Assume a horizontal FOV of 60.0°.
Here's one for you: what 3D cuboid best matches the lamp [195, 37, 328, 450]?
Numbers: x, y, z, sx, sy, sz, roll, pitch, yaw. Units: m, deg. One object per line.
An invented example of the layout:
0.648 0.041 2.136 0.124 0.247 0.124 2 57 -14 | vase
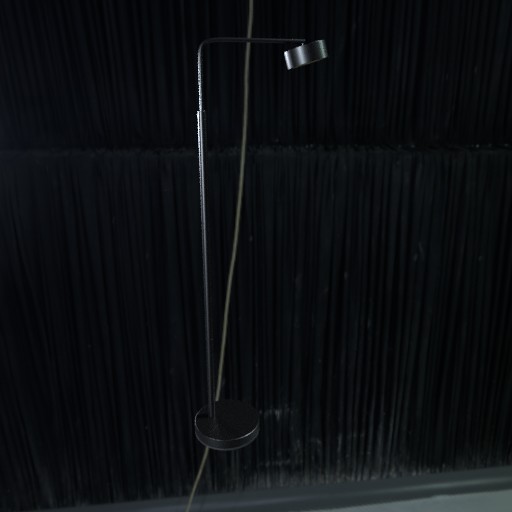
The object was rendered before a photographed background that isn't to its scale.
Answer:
0.000 0.000 1.364 0.418 1.230 0.219 -3 17 -8 | lamp
